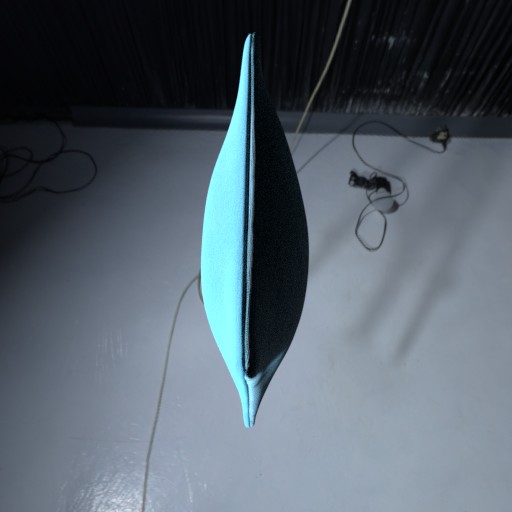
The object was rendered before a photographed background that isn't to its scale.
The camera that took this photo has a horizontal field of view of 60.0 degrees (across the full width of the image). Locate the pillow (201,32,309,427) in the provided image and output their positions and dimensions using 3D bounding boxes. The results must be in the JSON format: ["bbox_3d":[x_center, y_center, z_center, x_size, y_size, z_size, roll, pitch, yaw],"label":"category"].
[{"bbox_3d":[0.000,0.000,0.647,0.151,0.415,0.433,1,63,0],"label":"pillow"}]
